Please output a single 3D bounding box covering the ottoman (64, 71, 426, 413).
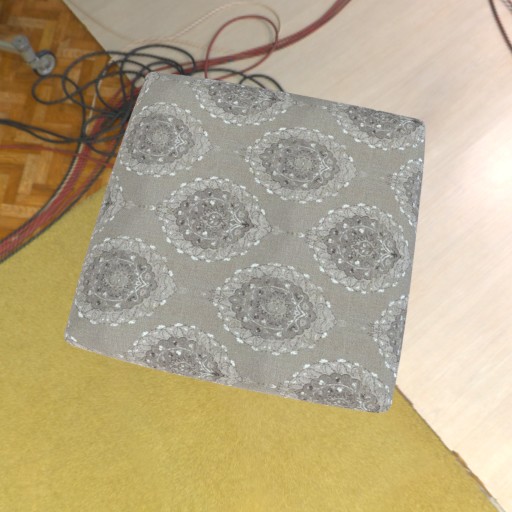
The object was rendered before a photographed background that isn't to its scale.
[{"bbox_3d":[0.000,0.000,0.888,0.507,0.473,0.497,12,76,3],"label":"ottoman"}]
